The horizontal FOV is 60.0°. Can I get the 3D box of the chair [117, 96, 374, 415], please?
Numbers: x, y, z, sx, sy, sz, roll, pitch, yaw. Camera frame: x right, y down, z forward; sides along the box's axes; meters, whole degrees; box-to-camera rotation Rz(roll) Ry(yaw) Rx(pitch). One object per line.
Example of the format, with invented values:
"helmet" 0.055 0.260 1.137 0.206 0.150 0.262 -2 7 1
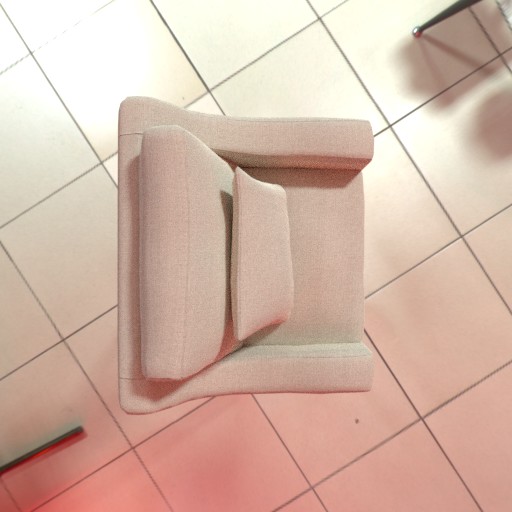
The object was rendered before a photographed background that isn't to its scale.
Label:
"chair" 0.000 0.000 1.954 1.009 1.016 1.178 0 90 1
